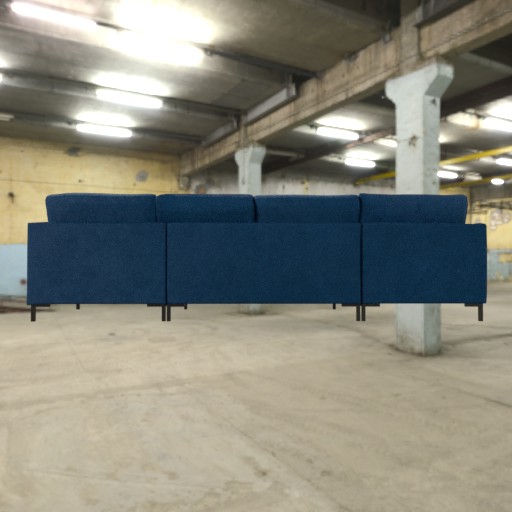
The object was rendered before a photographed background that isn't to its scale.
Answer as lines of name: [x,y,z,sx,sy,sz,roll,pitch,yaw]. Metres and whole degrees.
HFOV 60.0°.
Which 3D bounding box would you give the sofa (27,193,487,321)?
sofa: [0.000,0.000,4.281,3.434,0.992,2.055,0,-1,0]
